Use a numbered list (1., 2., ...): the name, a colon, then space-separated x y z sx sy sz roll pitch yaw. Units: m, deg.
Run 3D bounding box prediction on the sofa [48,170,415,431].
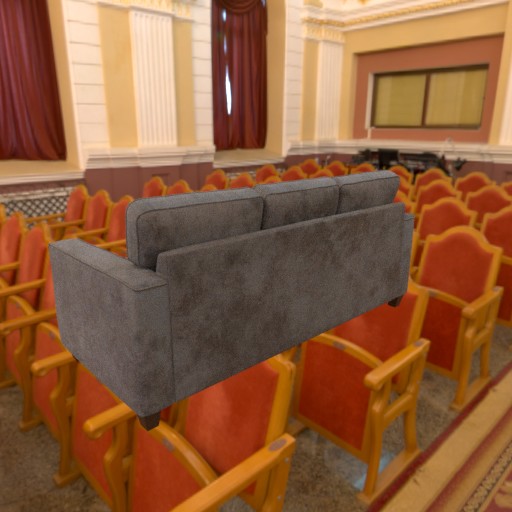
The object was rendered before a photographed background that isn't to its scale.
1. sofa: 0.000 0.000 2.697 2.133 0.965 0.939 -14 22 -41
